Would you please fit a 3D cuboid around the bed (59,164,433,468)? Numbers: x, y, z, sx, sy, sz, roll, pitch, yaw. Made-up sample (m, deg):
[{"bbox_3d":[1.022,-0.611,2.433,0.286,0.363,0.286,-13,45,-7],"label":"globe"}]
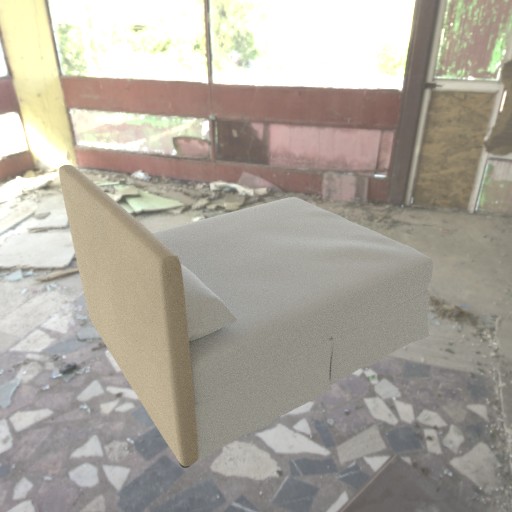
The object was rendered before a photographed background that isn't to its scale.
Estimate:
[{"bbox_3d":[0.000,0.000,3.200,2.142,1.330,1.723,-18,33,-30],"label":"bed"}]
